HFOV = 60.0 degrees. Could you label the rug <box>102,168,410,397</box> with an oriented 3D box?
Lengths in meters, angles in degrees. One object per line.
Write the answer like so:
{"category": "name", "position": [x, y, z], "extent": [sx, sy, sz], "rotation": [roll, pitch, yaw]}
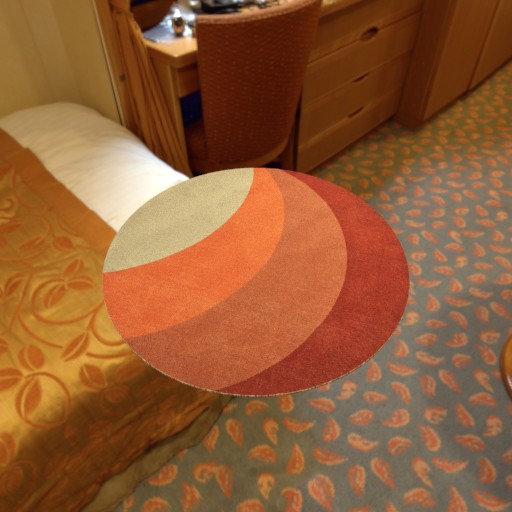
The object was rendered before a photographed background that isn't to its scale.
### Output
{"category": "rug", "position": [0.000, 0.000, 2.242], "extent": [1.514, 0.015, 1.514], "rotation": [0, 46, 0]}
